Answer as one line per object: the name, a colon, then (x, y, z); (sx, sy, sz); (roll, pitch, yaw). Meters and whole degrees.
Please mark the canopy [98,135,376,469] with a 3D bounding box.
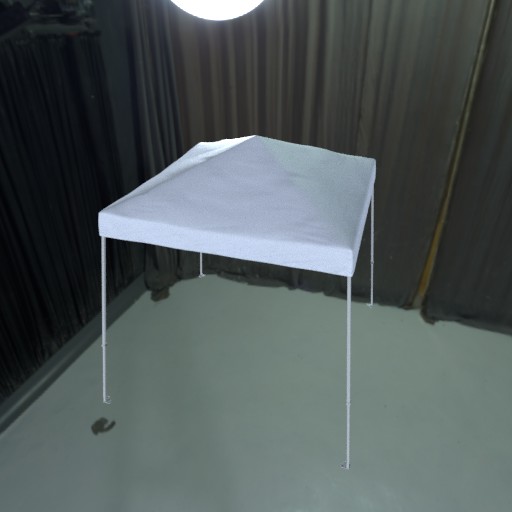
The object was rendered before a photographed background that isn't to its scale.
canopy: (0.000, 0.000, 6.618); (3.600, 3.600, 3.599); (9, 32, 15)
